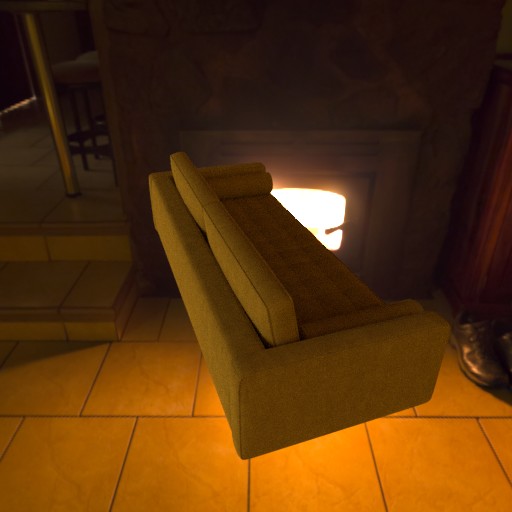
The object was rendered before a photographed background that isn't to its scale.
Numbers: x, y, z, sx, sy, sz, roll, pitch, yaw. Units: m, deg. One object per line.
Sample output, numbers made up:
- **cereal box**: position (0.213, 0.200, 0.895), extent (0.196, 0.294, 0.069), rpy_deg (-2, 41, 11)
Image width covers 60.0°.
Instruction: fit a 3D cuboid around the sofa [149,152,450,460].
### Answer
- **sofa**: position (0.000, 0.000, 2.599), extent (0.919, 0.770, 2.200), rpy_deg (-10, 31, -17)
